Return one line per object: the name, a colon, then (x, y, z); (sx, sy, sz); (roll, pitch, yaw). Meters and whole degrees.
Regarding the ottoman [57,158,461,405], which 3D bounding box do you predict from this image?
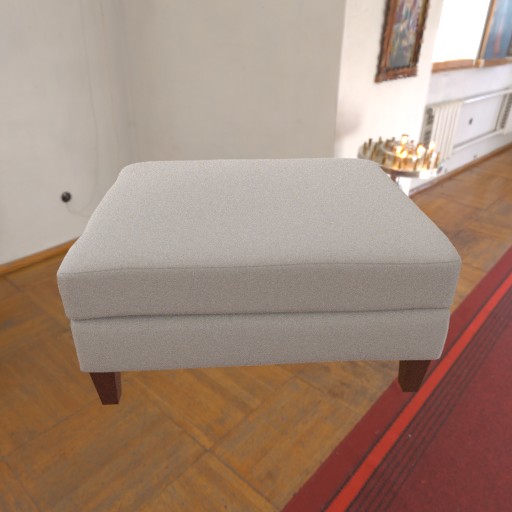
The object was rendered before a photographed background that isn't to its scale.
ottoman: (0.000, 0.000, 1.465); (0.976, 0.492, 0.836); (-2, 29, -3)
